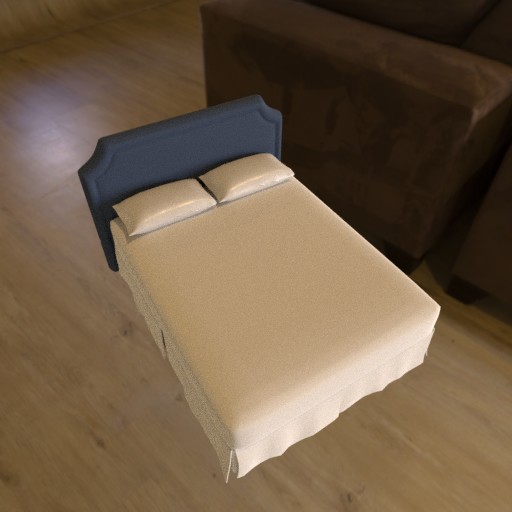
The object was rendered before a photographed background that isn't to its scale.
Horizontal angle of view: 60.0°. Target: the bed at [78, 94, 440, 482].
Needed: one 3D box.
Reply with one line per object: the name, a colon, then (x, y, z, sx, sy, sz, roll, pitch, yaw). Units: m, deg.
bed: (0.000, 0.000, 3.311, 1.831, 1.297, 2.260, -24, 50, -21)
